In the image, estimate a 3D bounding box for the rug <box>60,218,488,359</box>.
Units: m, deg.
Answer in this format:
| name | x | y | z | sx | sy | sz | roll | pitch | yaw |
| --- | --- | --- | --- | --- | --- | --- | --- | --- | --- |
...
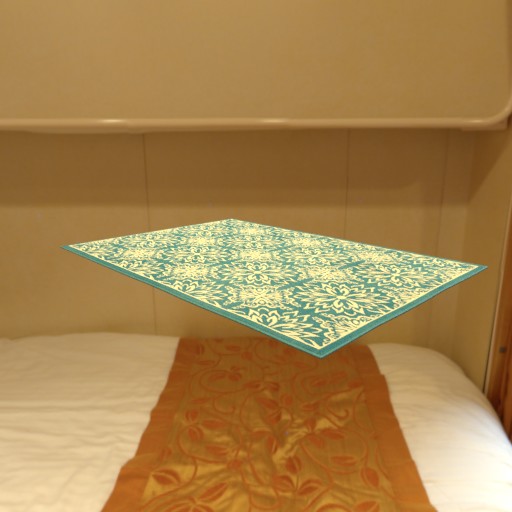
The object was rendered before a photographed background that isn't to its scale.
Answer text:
| name | x | y | z | sx | sy | sz | roll | pitch | yaw |
| --- | --- | --- | --- | --- | --- | --- | --- | --- | --- |
| rug | 0.000 | 0.000 | 2.763 | 1.554 | 0.012 | 2.205 | -14 | 20 | -43 |
